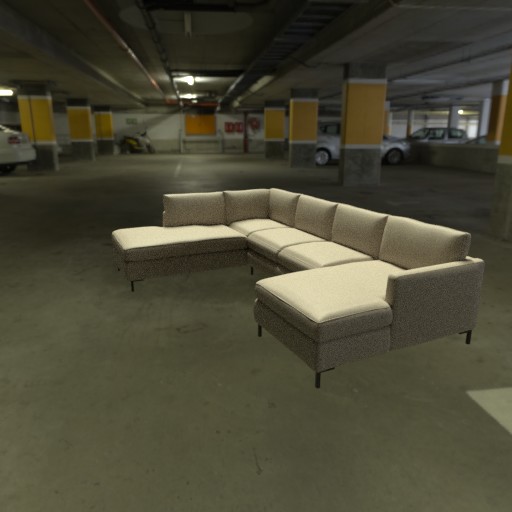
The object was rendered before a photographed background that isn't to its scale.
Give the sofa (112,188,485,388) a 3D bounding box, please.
[{"bbox_3d":[0.000,0.000,3.560,1.879,0.756,2.737,-7,17,-25],"label":"sofa"}]
